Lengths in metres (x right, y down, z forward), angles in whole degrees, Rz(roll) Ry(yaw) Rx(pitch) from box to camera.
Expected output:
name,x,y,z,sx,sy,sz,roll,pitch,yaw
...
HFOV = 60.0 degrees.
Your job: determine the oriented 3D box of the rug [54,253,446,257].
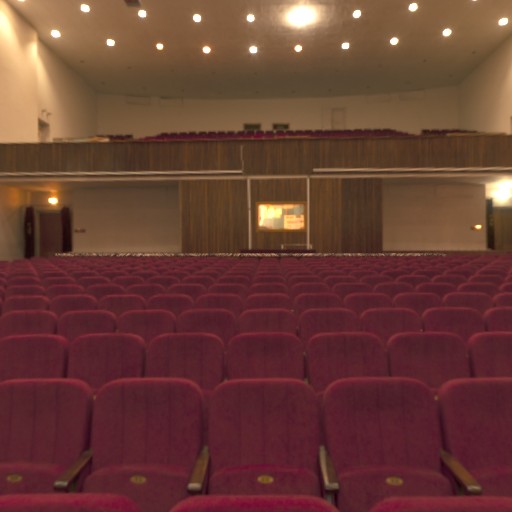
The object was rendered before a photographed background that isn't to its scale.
name,x,y,z,sx,sy,sz,roll,pitch,yaw
rug,0.000,0.000,4.332,2.448,0.017,3.204,0,0,2
